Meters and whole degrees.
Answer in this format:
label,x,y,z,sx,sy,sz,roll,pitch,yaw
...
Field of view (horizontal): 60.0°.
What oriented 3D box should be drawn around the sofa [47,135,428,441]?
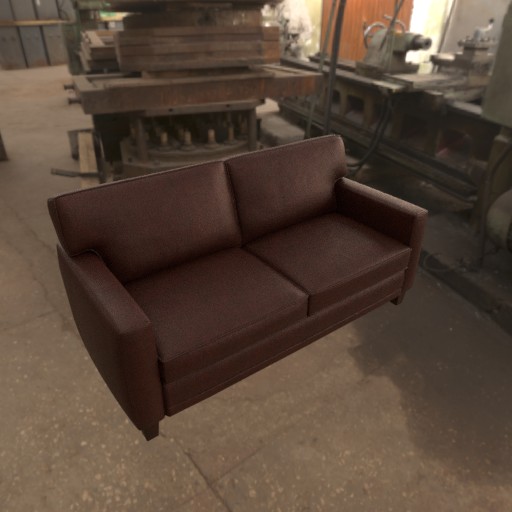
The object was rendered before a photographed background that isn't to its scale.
label,x,y,z,sx,sy,sz,roll,pitch,yaw
sofa,0.000,0.000,2.408,1.876,0.928,0.912,-20,36,-31
